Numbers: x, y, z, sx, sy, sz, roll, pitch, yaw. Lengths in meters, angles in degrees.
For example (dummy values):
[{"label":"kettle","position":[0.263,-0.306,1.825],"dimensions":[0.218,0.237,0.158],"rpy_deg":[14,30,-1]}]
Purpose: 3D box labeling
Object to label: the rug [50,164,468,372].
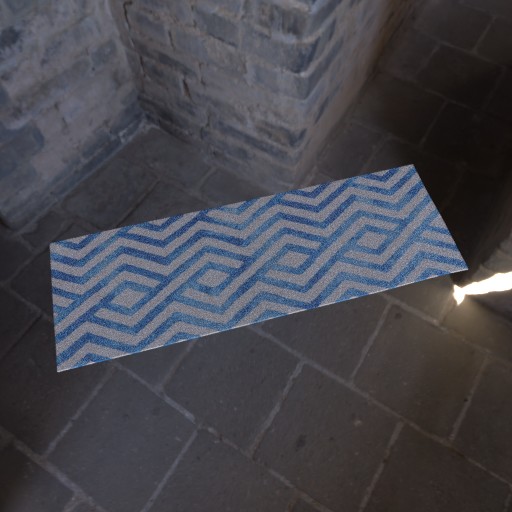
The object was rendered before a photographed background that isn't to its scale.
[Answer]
[{"label":"rug","position":[0.000,0.000,1.662],"dimensions":[1.492,0.007,0.503],"rpy_deg":[-13,64,-7]}]
